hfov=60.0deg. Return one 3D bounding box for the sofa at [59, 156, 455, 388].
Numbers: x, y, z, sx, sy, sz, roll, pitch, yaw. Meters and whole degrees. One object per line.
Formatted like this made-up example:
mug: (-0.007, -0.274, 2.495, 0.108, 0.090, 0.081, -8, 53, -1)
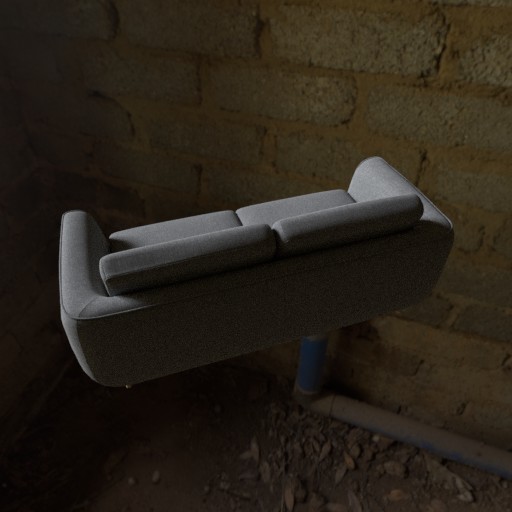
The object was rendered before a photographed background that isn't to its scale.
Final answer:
sofa: (0.000, 0.000, 2.473, 2.000, 0.870, 0.920, -12, 43, -14)
